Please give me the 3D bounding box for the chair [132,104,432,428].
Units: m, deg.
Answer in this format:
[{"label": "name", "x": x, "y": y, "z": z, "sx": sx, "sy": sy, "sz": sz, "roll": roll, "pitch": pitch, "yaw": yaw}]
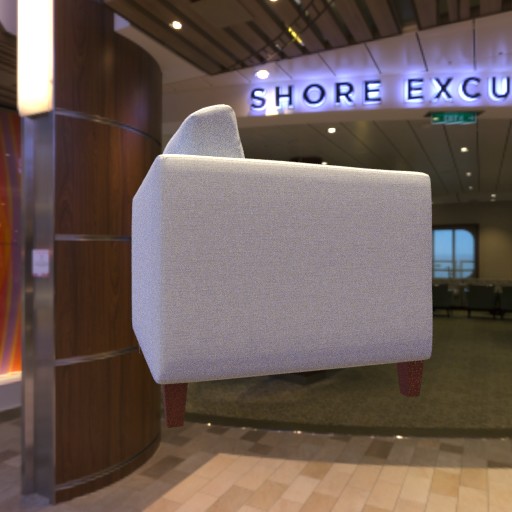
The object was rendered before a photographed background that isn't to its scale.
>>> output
[{"label": "chair", "x": 0.000, "y": 0.000, "z": 1.851, "sx": 0.953, "sy": 0.961, "sz": 1.107, "roll": 0, "pitch": 0, "yaw": -19}]
